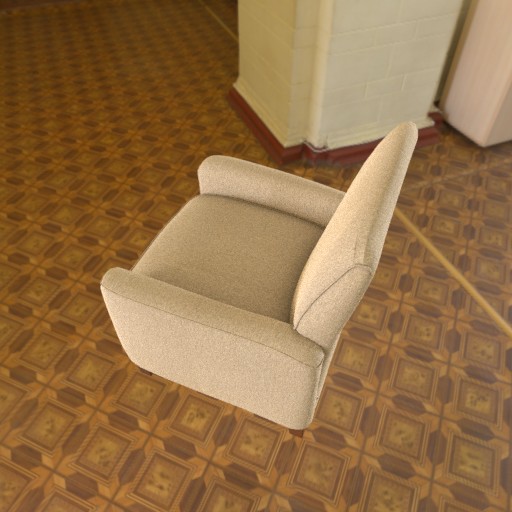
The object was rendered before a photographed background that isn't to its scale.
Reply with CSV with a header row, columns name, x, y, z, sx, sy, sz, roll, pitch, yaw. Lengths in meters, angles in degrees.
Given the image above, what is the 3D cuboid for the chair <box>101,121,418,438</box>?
name,x,y,z,sx,sy,sz,roll,pitch,yaw
chair,0.000,0.000,1.648,0.864,1.014,0.848,17,49,16
